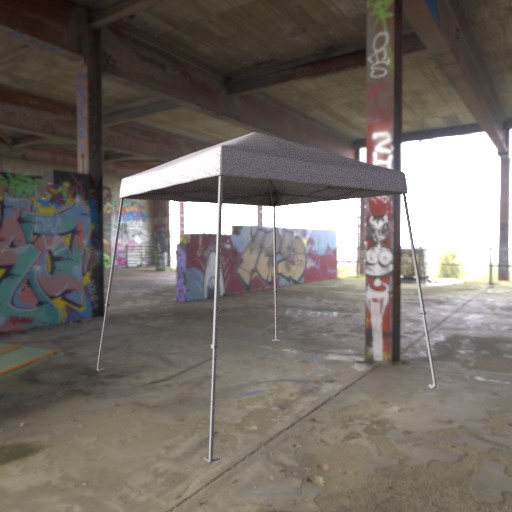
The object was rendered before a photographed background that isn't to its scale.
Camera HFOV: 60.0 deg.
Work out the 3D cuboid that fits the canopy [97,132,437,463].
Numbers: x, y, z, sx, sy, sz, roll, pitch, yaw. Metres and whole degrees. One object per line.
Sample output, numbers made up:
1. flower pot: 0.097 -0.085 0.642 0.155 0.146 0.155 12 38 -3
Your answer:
1. canopy: 0.000 0.000 5.138 2.850 2.850 2.849 -1 3 -35
